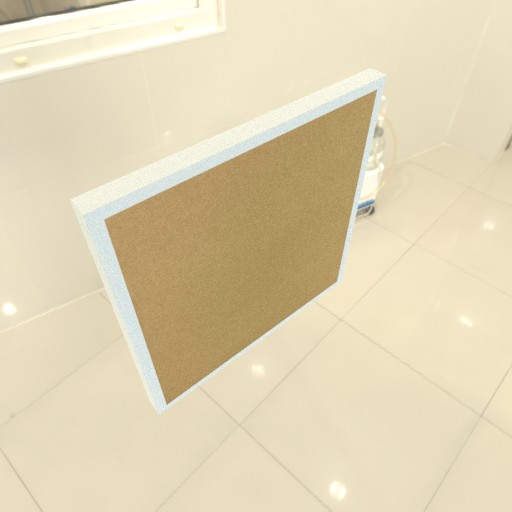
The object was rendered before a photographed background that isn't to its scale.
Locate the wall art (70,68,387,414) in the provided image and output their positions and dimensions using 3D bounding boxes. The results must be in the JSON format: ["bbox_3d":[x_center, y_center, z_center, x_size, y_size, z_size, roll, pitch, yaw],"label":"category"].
[{"bbox_3d":[0.000,0.000,0.469,0.307,0.307,0.020,-32,55,-26],"label":"wall art"}]
